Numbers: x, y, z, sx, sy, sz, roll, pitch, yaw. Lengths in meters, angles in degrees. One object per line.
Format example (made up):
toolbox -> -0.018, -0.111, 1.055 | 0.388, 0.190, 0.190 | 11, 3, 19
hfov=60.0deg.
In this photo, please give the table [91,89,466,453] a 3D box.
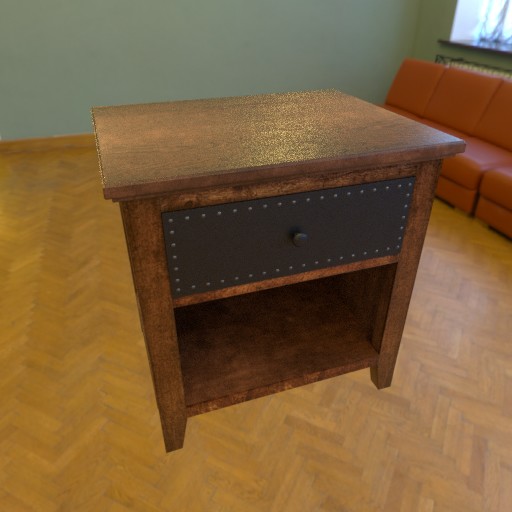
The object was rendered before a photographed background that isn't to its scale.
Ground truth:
table -> 0.000, 0.000, 0.993 | 0.586, 0.597, 0.461 | -10, 33, -16
